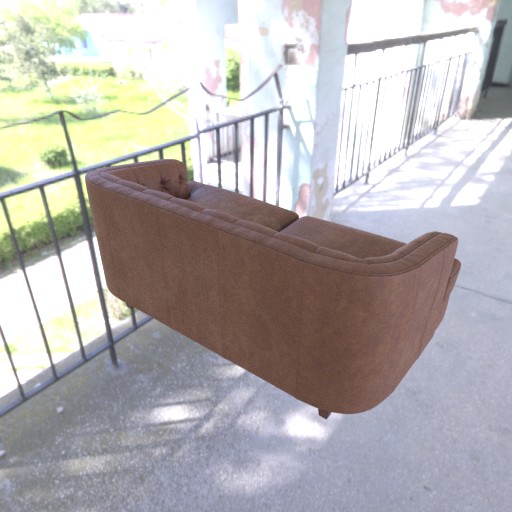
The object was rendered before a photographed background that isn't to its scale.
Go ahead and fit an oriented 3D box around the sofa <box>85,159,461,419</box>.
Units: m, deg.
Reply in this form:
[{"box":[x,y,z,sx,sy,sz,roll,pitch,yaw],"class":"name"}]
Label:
[{"box":[0.000,0.000,2.253,1.755,0.786,0.914,21,36,31],"class":"sofa"}]
